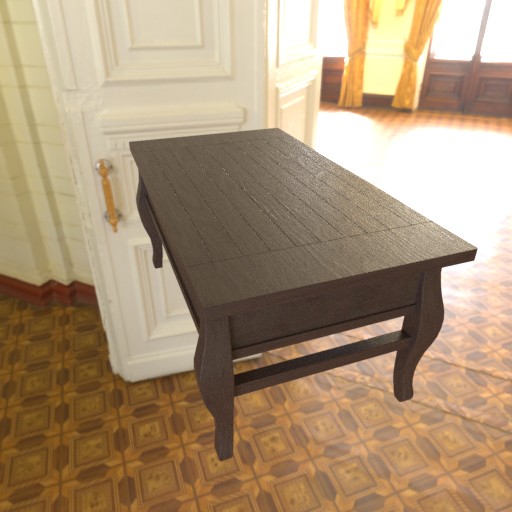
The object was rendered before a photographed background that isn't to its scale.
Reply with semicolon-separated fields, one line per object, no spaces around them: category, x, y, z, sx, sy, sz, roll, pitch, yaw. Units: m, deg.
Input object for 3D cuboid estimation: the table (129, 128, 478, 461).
table;0.000;0.000;1.380;0.600;0.494;1.062;-11;32;-18
